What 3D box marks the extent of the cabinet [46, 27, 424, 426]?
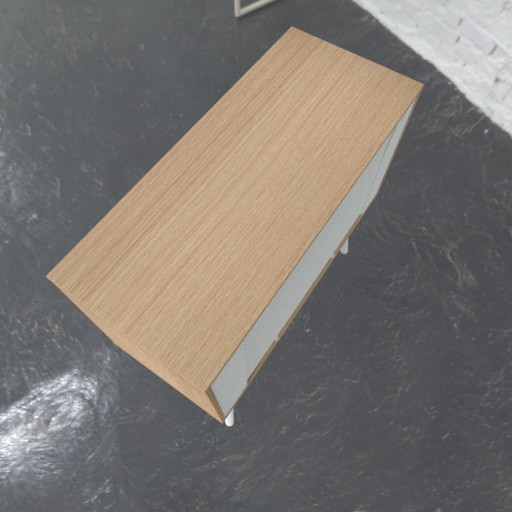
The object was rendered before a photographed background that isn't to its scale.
[{"bbox_3d":[0.000,0.000,1.609,0.470,1.016,1.057,31,67,15],"label":"cabinet"}]
